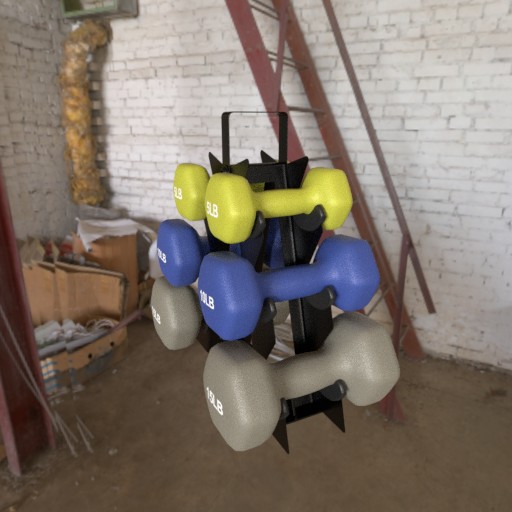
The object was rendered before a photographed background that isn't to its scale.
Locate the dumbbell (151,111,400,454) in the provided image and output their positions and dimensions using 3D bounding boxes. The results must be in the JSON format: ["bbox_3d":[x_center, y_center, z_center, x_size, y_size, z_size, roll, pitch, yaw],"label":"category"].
[{"bbox_3d":[0.000,0.000,0.688,0.261,0.426,0.416,-9,19,-26],"label":"dumbbell"}]
